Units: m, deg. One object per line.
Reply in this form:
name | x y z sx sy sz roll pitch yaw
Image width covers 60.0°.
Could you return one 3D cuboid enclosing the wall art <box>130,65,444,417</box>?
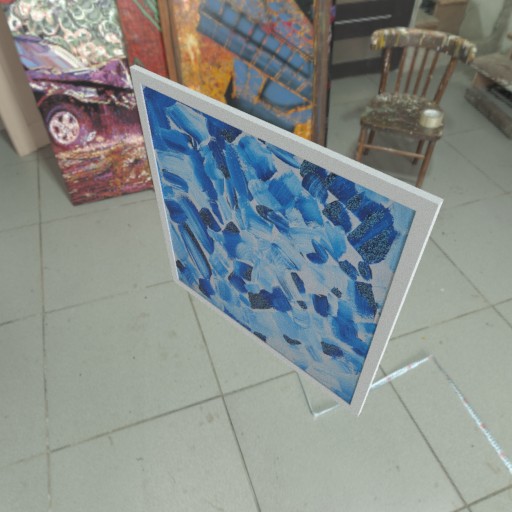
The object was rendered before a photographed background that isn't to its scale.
wall art | 0.000 0.000 0.985 0.660 0.660 0.015 32 54 27
